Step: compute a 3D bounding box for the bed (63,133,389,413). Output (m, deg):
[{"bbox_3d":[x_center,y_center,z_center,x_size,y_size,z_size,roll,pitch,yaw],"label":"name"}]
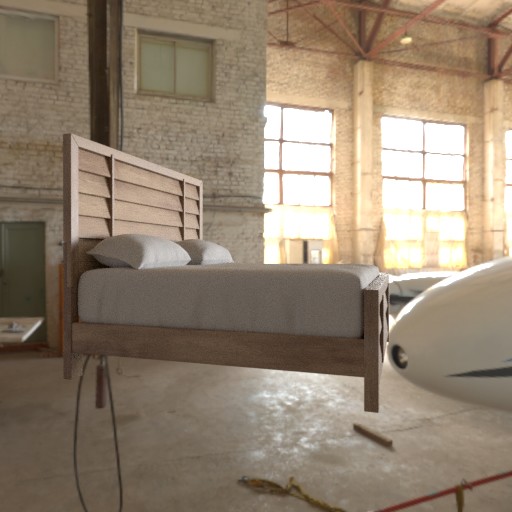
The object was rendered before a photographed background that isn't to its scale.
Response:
[{"bbox_3d":[0.000,0.000,3.586,2.032,1.626,2.032,0,0,18],"label":"bed"}]
